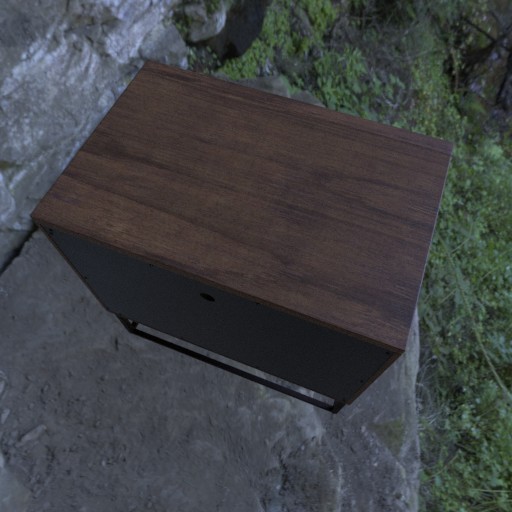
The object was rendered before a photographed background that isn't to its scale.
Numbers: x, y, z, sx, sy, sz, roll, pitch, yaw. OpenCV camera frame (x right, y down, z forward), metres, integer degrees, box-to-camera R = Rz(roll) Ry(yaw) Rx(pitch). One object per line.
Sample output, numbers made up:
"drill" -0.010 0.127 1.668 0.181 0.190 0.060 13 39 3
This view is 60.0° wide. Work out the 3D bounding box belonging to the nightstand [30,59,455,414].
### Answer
"nightstand" 0.000 0.000 1.020 0.610 0.610 0.437 19 63 10
